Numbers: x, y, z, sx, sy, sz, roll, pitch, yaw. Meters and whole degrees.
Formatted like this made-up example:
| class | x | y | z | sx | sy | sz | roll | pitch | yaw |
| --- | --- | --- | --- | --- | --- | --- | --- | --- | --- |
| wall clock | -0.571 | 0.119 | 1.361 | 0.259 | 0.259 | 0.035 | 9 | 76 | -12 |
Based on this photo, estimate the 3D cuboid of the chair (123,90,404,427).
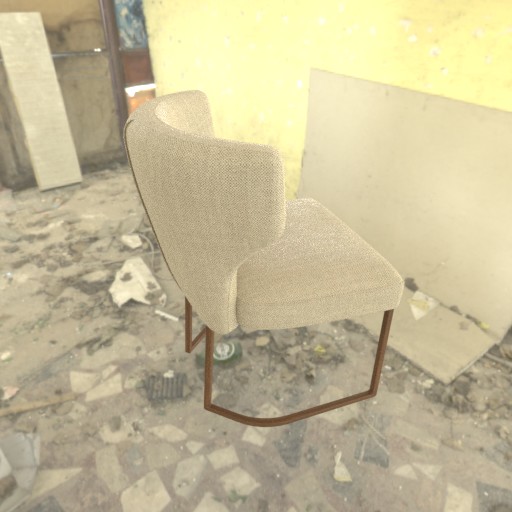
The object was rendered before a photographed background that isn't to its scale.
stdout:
| class | x | y | z | sx | sy | sz | roll | pitch | yaw |
| --- | --- | --- | --- | --- | --- | --- | --- | --- | --- |
| chair | 0.000 | 0.000 | 1.249 | 0.617 | 0.824 | 0.611 | -11 | 33 | -17 |
